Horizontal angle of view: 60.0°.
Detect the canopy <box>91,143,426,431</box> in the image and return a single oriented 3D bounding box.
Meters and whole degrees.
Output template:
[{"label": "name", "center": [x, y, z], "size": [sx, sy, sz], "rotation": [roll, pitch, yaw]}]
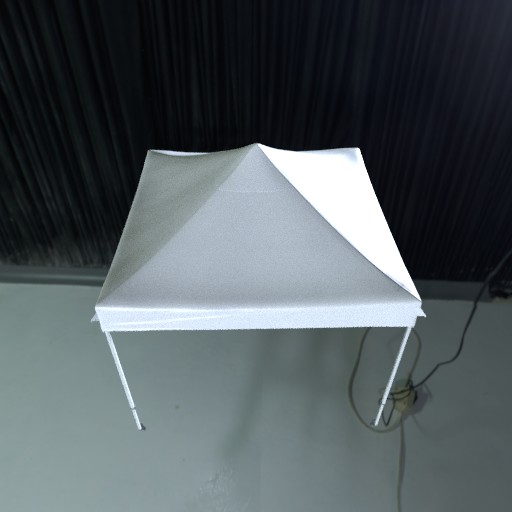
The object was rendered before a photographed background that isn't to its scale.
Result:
[{"label": "canopy", "center": [0.000, 0.000, 5.448], "size": [2.994, 2.998, 2.996], "rotation": [-1, 41, -1]}]
